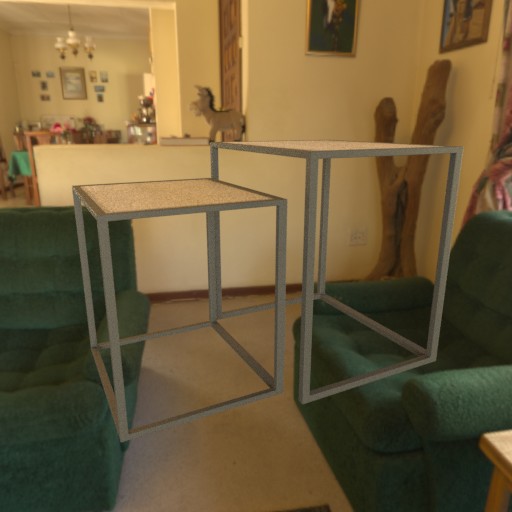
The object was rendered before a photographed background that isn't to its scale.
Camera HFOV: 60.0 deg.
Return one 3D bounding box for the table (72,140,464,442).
[{"bbox_3d":[0.000,0.000,1.117,0.788,0.540,0.508,-8,18,-26],"label":"table"}]
